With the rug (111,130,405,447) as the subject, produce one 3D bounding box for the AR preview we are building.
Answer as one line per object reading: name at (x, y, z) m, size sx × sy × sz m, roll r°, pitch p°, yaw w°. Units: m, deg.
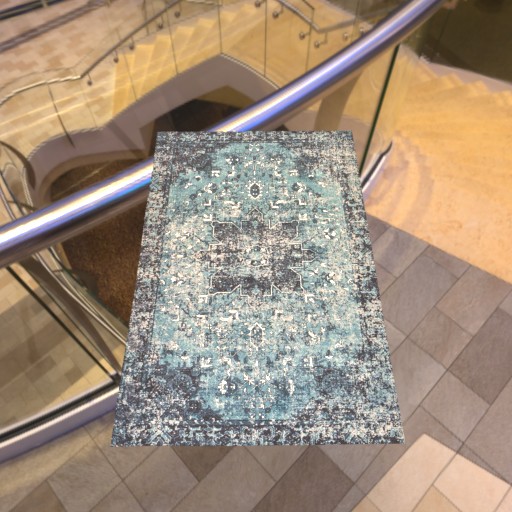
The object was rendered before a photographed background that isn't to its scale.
rug at (0.000, 0.000, 2.301) m, size 1.219 × 0.005 × 1.828 m, roll 0°, pitch 59°, yaw 0°
